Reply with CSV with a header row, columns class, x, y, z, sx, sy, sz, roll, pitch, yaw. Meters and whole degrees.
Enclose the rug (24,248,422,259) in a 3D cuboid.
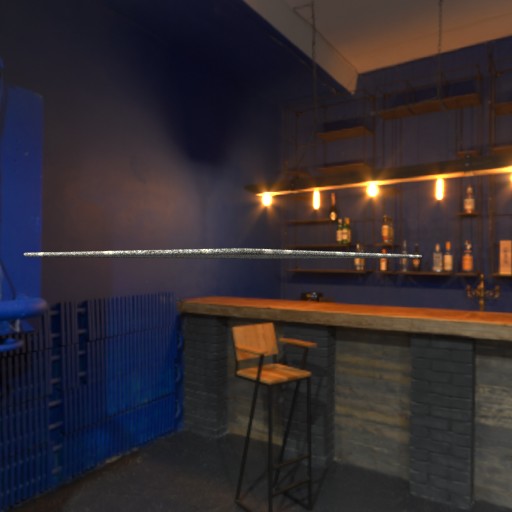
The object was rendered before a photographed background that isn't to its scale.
class,x,y,z,sx,sy,sz,roll,pitch,yaw
rug,0.000,0.000,3.454,1.801,0.026,2.701,0,-1,36
